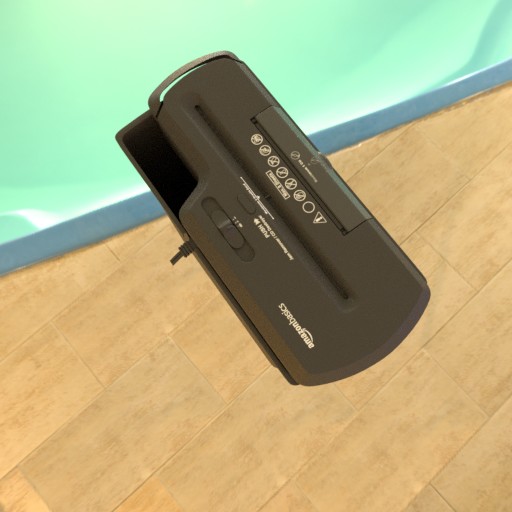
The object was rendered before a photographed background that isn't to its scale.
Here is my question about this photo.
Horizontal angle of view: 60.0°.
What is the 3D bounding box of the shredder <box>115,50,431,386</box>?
[{"bbox_3d":[0.000,0.000,0.528,0.170,0.335,0.320,-35,78,-9],"label":"shredder"}]
